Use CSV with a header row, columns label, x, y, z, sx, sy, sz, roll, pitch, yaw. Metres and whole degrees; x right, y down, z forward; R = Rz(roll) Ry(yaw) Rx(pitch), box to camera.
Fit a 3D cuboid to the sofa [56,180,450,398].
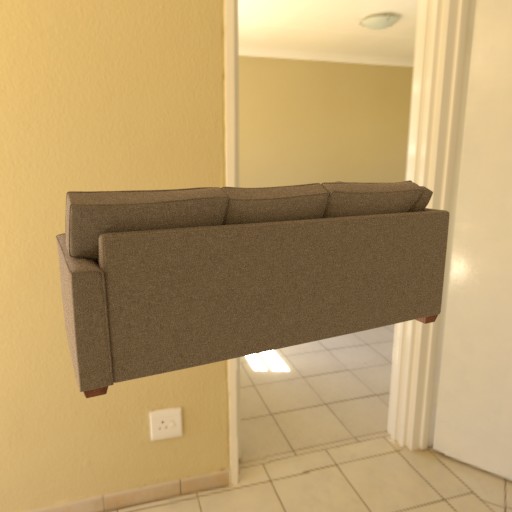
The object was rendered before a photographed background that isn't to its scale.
label,x,y,z,sx,sy,sz,roll,pitch,yaw
sofa,0.000,0.000,2.875,2.317,0.962,1.061,-6,14,-26
